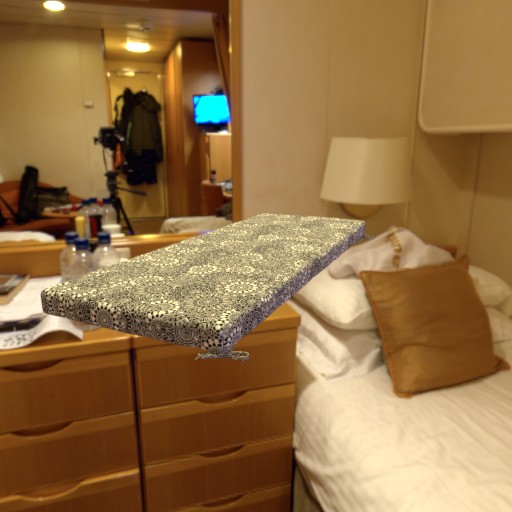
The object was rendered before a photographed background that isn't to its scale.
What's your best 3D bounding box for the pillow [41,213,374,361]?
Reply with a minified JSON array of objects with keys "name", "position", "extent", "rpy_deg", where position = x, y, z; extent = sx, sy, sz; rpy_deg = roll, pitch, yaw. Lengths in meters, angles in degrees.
[{"name":"pillow","position":[0.000,0.000,1.347],"extent":[0.492,0.081,1.187],"rpy_deg":[7,16,25]}]
